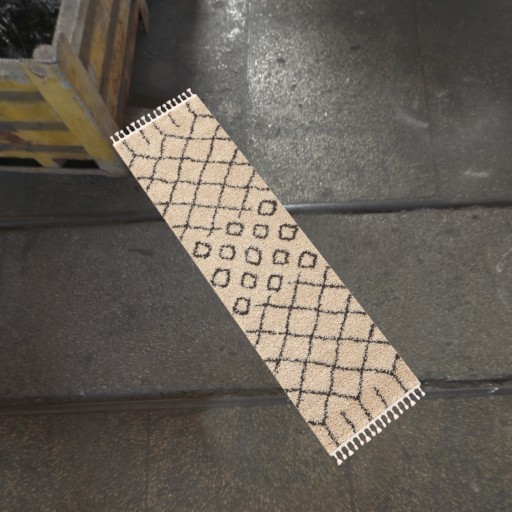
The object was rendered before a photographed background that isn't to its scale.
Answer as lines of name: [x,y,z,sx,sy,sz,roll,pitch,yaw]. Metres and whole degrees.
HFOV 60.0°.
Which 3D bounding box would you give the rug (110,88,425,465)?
rug: [0.000,0.000,2.733,0.660,0.005,2.464,-35,78,-9]
